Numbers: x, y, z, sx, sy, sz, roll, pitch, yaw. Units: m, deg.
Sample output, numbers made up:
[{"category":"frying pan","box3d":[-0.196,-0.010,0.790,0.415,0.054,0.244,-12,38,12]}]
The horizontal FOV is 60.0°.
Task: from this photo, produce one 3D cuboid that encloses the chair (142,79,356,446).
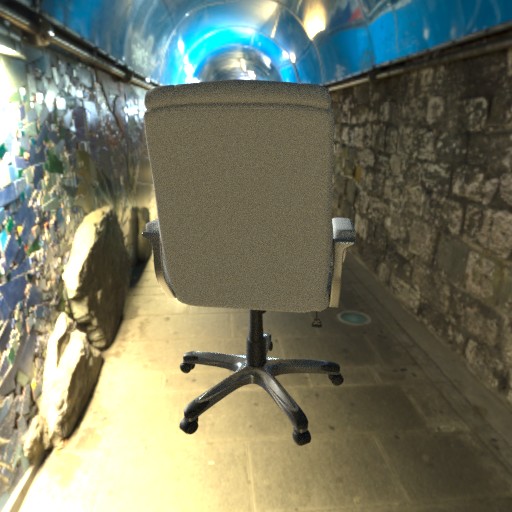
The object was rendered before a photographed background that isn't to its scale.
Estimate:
[{"category":"chair","box3d":[0.000,0.000,1.586,0.687,1.120,0.738,2,17,8]}]
